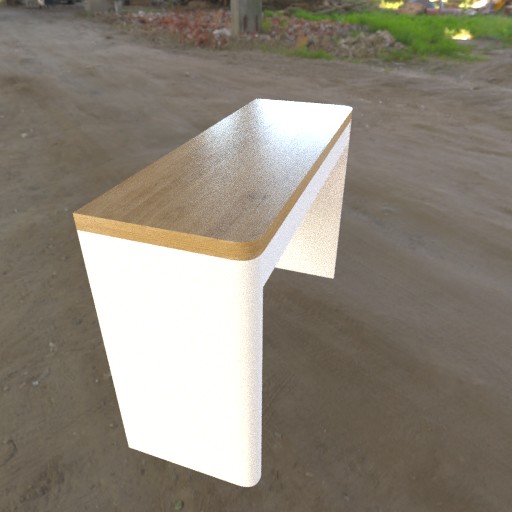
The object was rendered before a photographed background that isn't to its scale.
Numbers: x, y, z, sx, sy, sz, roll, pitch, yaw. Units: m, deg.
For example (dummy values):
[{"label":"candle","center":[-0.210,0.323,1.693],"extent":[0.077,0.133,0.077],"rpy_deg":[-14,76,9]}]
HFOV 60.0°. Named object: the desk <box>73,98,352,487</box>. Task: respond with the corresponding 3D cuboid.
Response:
[{"label":"desk","center":[0.000,0.000,1.476],"extent":[0.390,0.760,1.100],"rpy_deg":[11,33,17]}]
